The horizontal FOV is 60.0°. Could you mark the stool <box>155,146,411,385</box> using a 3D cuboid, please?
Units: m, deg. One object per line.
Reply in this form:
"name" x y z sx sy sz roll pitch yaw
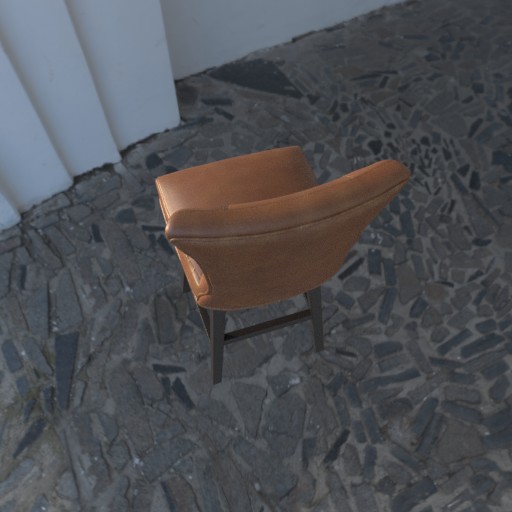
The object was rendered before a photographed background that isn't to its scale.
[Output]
"stool" 0.000 0.000 1.428 0.522 1.094 0.585 -15 57 -10
